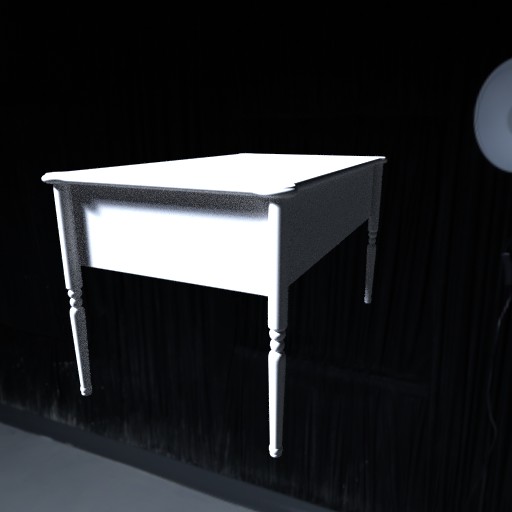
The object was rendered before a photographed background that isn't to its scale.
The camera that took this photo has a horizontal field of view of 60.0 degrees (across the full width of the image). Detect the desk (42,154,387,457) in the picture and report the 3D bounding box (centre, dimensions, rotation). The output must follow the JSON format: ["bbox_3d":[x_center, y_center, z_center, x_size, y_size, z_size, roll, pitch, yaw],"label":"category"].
[{"bbox_3d":[0.000,0.000,1.855,0.807,0.762,1.380,7,17,24],"label":"desk"}]
